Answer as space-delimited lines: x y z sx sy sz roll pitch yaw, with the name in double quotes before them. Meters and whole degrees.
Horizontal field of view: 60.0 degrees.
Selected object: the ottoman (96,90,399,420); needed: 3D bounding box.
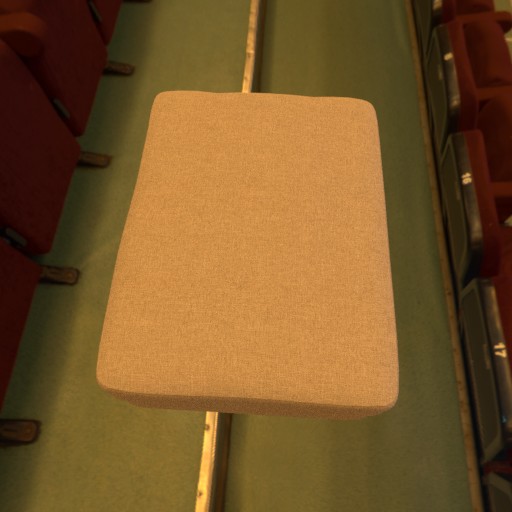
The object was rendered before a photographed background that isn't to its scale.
"ottoman" 0.000 0.000 1.315 0.677 0.519 0.898 3 64 1
